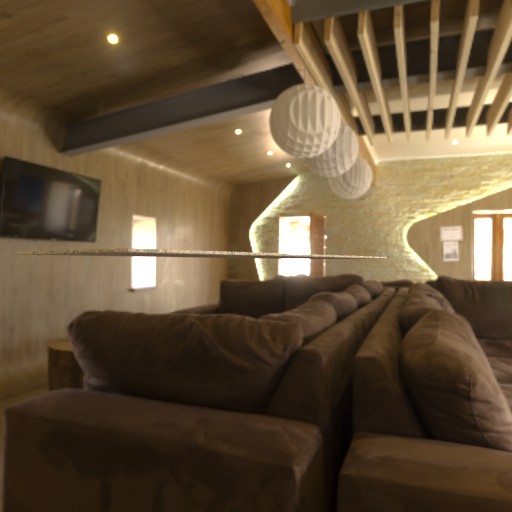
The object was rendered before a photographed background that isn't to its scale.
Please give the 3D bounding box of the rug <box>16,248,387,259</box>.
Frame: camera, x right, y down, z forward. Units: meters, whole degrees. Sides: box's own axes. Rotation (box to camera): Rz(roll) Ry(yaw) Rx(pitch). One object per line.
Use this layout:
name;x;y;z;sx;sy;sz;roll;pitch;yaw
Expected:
rug;0.000;0.000;2.476;0.700;0.014;2.290;-1;-1;36
